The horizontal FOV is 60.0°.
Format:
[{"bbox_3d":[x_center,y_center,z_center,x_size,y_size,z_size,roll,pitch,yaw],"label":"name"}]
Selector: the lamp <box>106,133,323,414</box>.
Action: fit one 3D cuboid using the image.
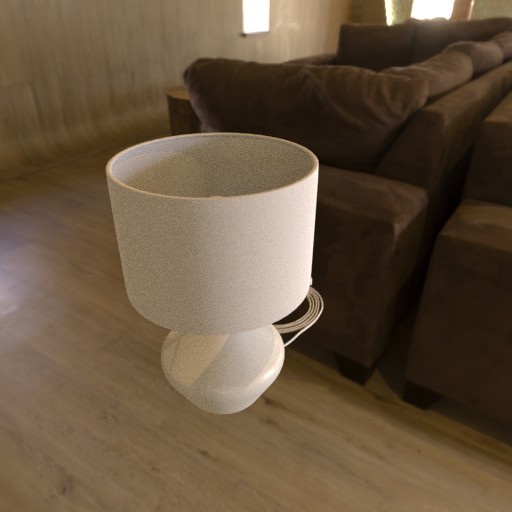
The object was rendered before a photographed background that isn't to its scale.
[{"bbox_3d":[0.000,0.000,0.860,0.546,0.457,0.401,-23,37,-34],"label":"lamp"}]
